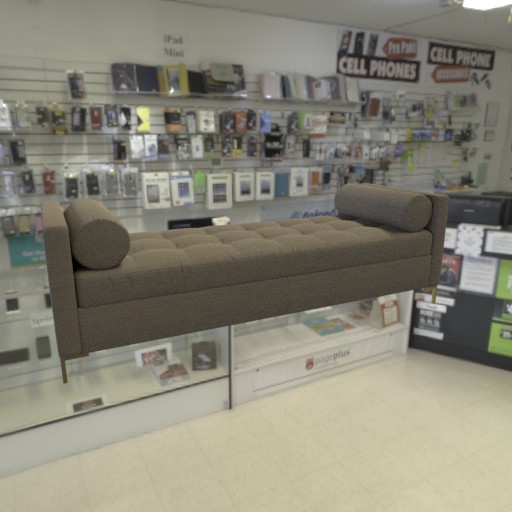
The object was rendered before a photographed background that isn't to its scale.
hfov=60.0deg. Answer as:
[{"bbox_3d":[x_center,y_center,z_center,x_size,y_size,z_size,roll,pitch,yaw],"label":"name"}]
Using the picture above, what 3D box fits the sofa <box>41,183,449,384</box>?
[{"bbox_3d":[0.000,0.000,2.328,1.981,0.635,0.686,-7,17,-25],"label":"sofa"}]
